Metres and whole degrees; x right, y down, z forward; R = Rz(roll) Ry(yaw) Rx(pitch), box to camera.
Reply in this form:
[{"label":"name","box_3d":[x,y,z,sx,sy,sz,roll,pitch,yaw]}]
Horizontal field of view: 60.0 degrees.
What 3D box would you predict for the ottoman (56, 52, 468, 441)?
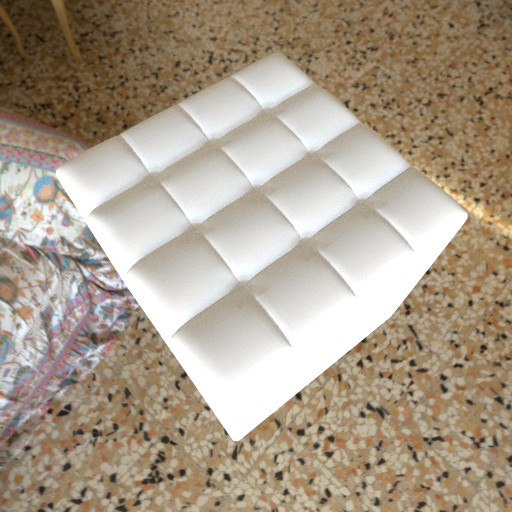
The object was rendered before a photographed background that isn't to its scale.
[{"label":"ottoman","box_3d":[0.000,0.000,0.804,0.425,0.432,0.425,-34,67,-16]}]
